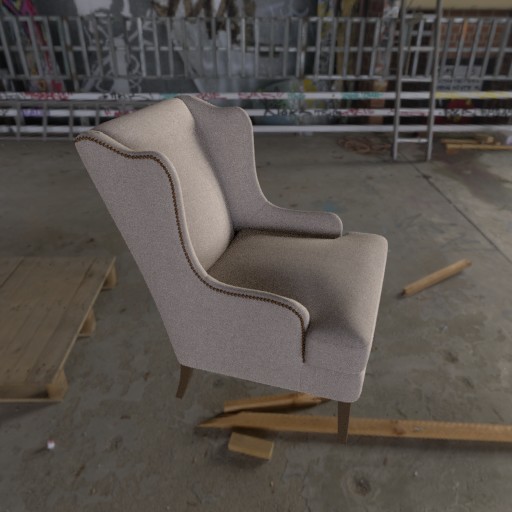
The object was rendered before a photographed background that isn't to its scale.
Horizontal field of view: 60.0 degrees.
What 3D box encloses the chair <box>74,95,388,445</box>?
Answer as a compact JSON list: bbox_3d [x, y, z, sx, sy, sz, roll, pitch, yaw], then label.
[{"bbox_3d":[0.000,0.000,1.677,0.940,1.029,0.737,10,31,16],"label":"chair"}]
